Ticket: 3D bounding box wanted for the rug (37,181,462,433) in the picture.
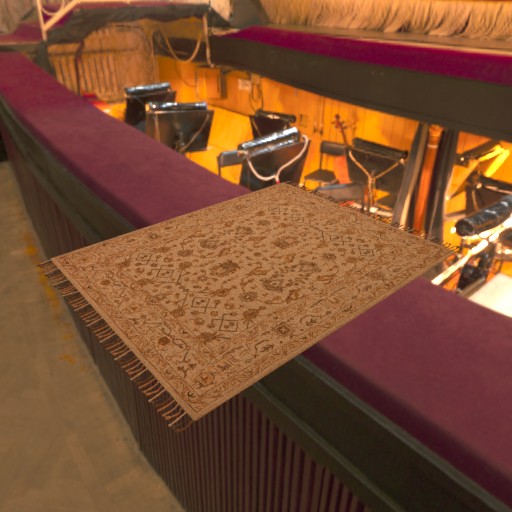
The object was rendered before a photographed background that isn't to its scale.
[{"bbox_3d":[0.000,0.000,2.220,1.726,0.009,1.278,-24,38,-34],"label":"rug"}]
